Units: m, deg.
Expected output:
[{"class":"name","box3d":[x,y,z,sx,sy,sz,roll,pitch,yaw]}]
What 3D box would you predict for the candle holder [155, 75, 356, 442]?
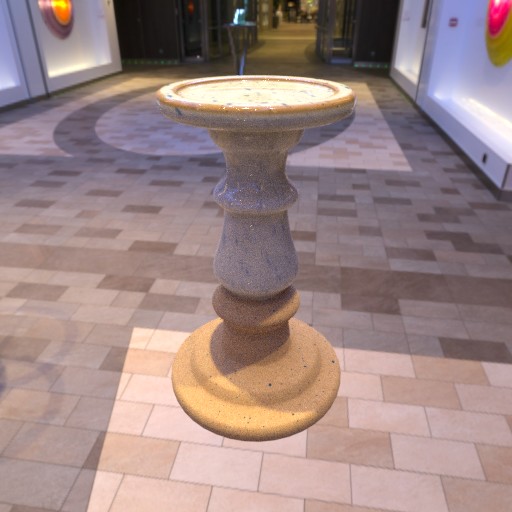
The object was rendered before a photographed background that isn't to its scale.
[{"class":"candle holder","box3d":[0.000,0.000,0.281,0.123,0.202,0.123,0,29,0]}]
